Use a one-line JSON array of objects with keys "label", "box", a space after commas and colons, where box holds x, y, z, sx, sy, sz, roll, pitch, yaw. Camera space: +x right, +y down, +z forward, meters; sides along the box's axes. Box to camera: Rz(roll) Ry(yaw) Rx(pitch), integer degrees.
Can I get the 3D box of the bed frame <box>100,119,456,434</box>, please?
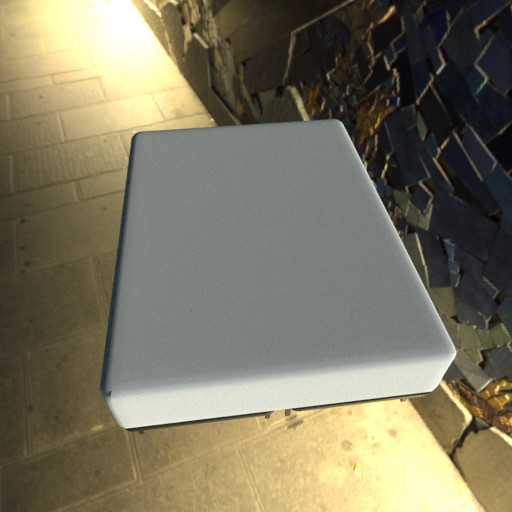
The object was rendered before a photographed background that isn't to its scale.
[{"label": "bed frame", "box": [0.000, 0.000, 2.751, 1.528, 0.677, 2.037, -5, 47, -5]}]
